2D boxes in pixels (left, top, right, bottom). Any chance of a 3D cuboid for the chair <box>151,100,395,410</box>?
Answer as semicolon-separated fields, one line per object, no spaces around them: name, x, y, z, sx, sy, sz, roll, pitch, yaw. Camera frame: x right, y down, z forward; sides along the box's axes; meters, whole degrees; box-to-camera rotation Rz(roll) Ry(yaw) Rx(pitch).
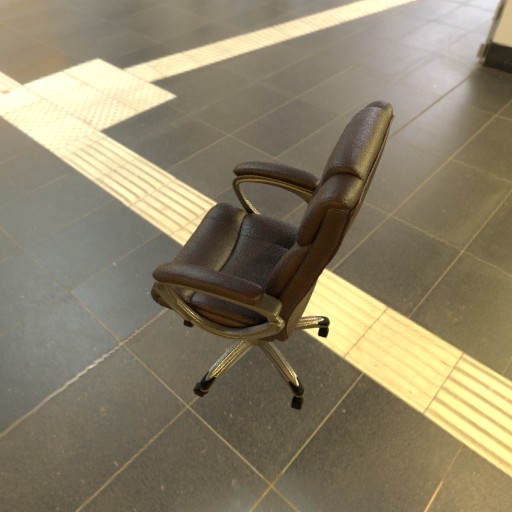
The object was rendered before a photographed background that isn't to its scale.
chair;0.000;0.000;1.590;0.692;1.128;0.656;17;48;16
